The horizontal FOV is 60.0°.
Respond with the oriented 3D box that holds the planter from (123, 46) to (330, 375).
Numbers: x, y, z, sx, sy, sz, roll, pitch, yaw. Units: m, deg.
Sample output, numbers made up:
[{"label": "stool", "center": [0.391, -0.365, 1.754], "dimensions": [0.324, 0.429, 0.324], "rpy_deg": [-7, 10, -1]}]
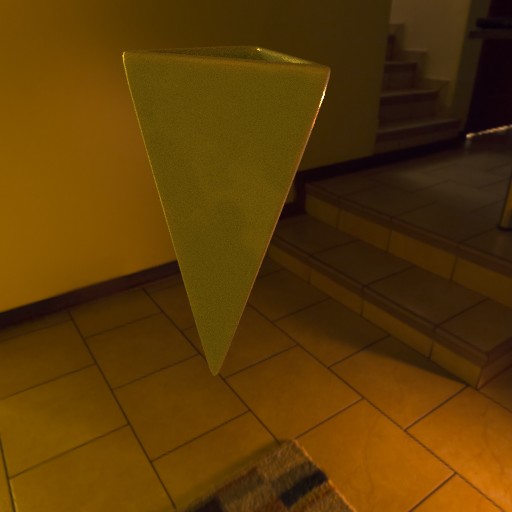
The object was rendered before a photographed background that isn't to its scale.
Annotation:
[{"label": "planter", "center": [0.000, 0.000, 0.210], "dimensions": [0.064, 0.178, 0.080], "rpy_deg": [18, 32, 31]}]
